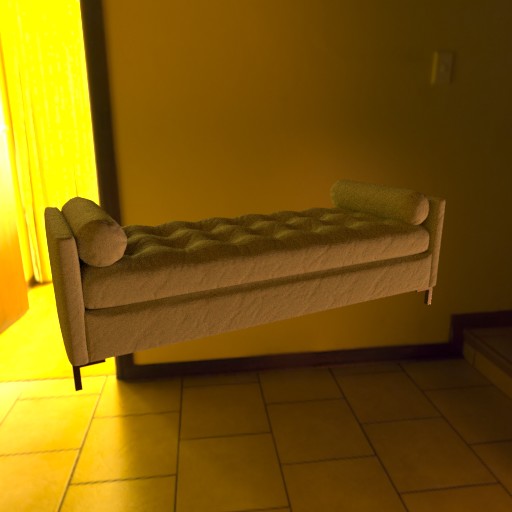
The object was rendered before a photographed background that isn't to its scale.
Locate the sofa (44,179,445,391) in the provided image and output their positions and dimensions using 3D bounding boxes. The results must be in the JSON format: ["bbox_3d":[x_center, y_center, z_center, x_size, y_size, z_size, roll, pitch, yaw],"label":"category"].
[{"bbox_3d":[0.000,0.000,2.504,2.102,0.705,0.796,-8,18,-26],"label":"sofa"}]
